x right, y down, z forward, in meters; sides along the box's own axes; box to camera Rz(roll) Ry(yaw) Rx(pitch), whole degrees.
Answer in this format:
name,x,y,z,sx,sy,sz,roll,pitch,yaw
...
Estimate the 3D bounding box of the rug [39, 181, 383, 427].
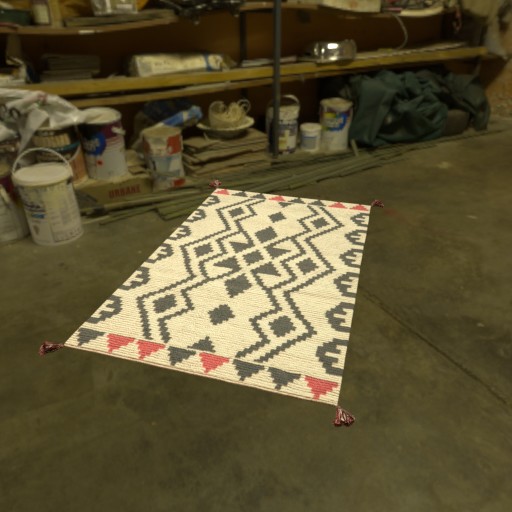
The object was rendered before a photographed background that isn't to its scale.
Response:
name,x,y,z,sx,sy,sz,roll,pitch,yaw
rug,0.000,0.000,3.279,1.741,0.066,2.672,8,31,14
